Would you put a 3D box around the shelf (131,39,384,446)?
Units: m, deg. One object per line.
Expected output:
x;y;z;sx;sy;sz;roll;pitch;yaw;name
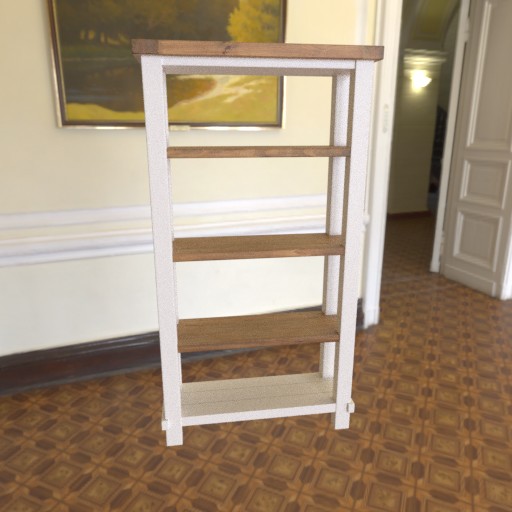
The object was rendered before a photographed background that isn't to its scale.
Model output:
0.000;0.000;2.206;1.022;1.878;0.381;-2;16;-8;shelf
